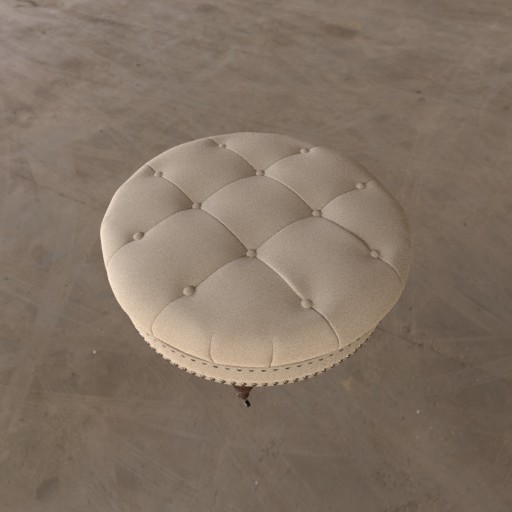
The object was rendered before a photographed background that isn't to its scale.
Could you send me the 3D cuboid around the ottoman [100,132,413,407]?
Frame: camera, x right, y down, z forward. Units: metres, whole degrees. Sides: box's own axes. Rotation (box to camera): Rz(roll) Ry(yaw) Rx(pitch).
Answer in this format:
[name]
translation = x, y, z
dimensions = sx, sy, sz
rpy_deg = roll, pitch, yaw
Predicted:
[ottoman]
translation = 0.000, 0.000, 1.403
dimensions = 0.901, 0.439, 0.901
rpy_deg = 0, 47, 0
